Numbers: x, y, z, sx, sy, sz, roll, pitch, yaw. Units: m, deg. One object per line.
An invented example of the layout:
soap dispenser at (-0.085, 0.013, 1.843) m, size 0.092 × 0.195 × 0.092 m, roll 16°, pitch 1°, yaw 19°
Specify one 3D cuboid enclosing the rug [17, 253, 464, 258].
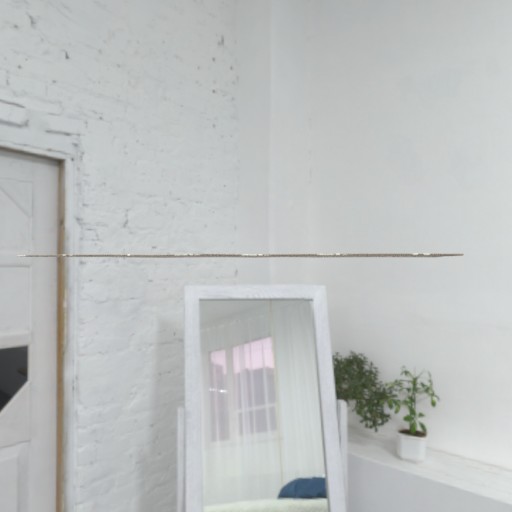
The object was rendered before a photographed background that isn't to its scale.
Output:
rug at (0.000, 0.000, 4.329) m, size 3.419 × 0.020 × 2.441 m, roll 0°, pitch 0°, yaw 18°
